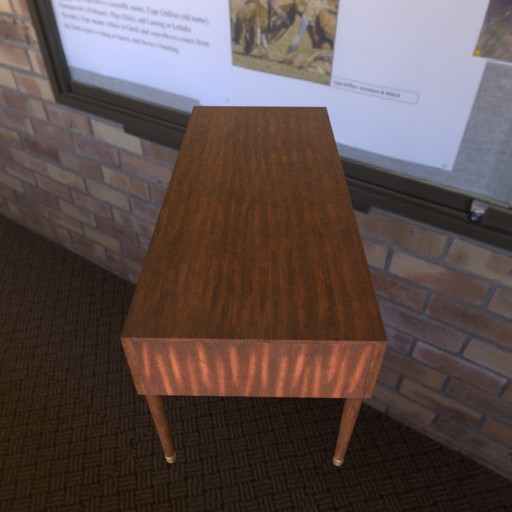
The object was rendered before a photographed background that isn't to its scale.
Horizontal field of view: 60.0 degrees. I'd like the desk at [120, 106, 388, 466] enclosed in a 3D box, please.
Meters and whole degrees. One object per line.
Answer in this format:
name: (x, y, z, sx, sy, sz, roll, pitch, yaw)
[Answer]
desk: (0.000, 0.000, 2.019, 0.724, 0.762, 1.575, 1, 40, 1)
